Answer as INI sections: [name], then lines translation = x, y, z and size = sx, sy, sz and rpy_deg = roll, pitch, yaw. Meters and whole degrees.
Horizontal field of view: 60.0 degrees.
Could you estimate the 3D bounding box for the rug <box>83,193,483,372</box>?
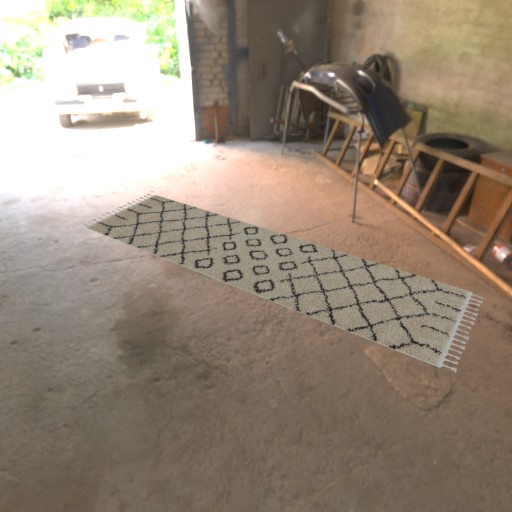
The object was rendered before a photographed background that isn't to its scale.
[rug]
translation = 0.000, 0.000, 2.690
size = 2.464, 0.005, 0.660
rpy_deg = 19, 36, 28
